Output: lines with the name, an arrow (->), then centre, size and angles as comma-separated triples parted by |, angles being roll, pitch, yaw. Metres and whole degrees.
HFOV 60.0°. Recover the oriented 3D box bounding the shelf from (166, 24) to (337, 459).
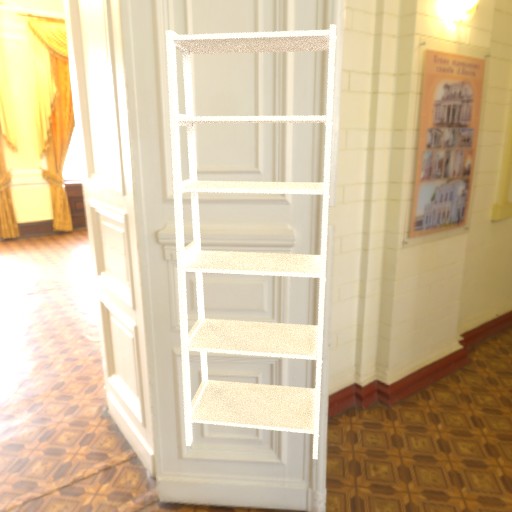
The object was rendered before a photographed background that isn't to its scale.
shelf -> 0.000, 0.000, 2.104 | 0.660, 1.892, 0.381 | 2, 15, 8
